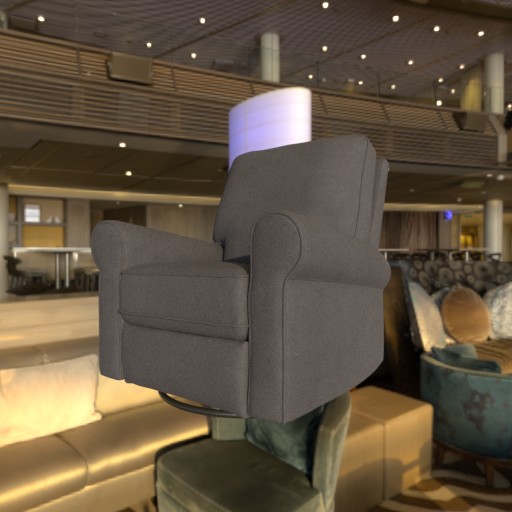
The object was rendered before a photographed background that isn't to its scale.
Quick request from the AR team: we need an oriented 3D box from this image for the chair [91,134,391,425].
[{"bbox_3d":[0.000,0.000,1.666,0.890,0.961,0.878,1,1,36],"label":"chair"}]
